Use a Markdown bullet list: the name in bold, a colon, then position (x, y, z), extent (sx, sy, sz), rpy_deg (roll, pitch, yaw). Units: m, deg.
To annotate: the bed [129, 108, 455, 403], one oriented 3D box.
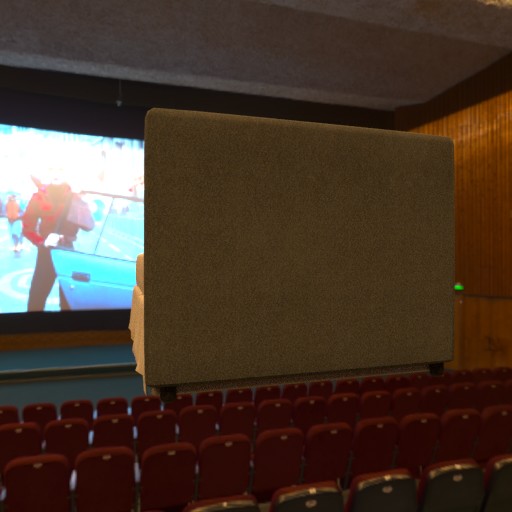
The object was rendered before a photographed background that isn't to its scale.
- **bed**: position (0.000, 0.000, 3.185), extent (1.713, 1.330, 2.142), rpy_deg (0, 0, -17)
